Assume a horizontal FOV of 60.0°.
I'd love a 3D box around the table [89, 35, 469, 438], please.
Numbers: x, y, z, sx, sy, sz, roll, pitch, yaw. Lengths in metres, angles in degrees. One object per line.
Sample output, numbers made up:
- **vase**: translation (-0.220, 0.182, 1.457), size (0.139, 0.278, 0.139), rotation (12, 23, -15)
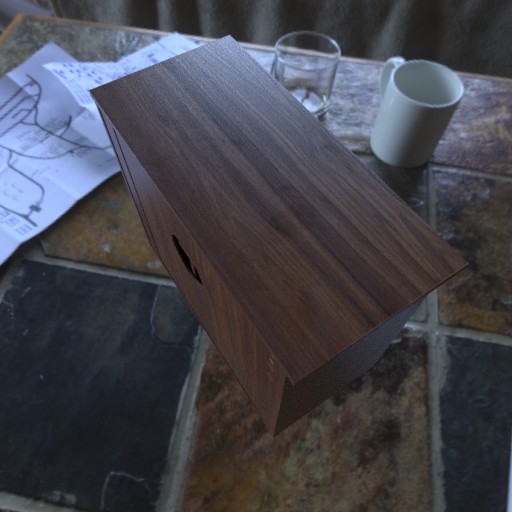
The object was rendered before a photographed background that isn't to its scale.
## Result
- **table**: translation (0.000, 0.000, 1.212), size (0.390, 0.725, 0.802), rotation (-30, 64, -16)
